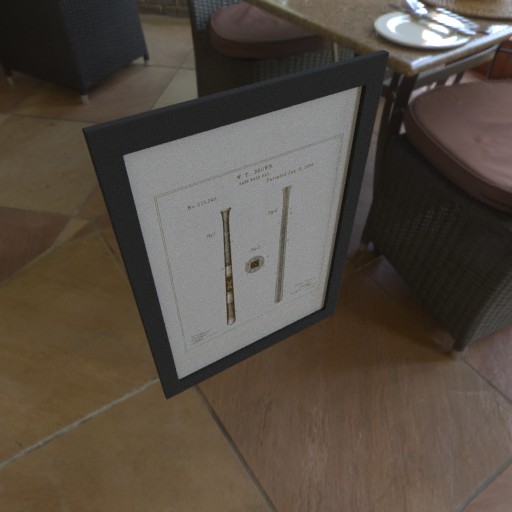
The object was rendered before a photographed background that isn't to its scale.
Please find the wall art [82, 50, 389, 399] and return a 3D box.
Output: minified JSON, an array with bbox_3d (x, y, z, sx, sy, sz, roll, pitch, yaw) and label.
[{"bbox_3d":[0.000,0.000,0.669,0.374,0.529,0.012,-23,50,-21],"label":"wall art"}]
